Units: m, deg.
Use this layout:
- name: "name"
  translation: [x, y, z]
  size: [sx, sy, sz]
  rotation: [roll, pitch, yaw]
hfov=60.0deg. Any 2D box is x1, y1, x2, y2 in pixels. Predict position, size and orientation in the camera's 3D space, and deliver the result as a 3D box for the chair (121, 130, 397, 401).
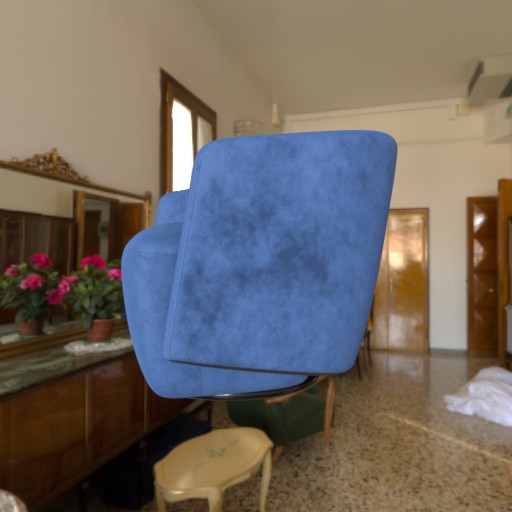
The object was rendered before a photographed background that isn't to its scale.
- name: "chair"
  translation: [0.000, 0.000, 1.327]
  size: [0.767, 0.698, 0.773]
  rotation: [0, -1, -18]
